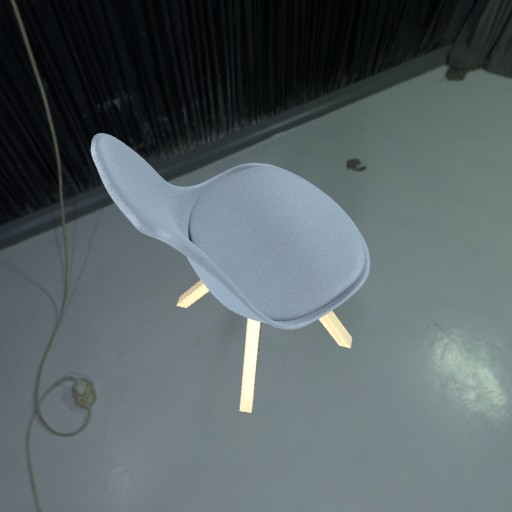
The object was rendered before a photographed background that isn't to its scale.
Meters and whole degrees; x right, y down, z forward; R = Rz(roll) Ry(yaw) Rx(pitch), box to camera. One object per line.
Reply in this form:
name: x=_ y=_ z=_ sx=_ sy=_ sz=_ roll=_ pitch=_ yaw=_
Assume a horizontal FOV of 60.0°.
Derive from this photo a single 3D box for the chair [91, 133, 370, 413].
chair: x=0.000 y=0.000 z=1.123 sx=0.549 sy=0.850 sz=0.485 roll=-28 pitch=61 yaw=-17
